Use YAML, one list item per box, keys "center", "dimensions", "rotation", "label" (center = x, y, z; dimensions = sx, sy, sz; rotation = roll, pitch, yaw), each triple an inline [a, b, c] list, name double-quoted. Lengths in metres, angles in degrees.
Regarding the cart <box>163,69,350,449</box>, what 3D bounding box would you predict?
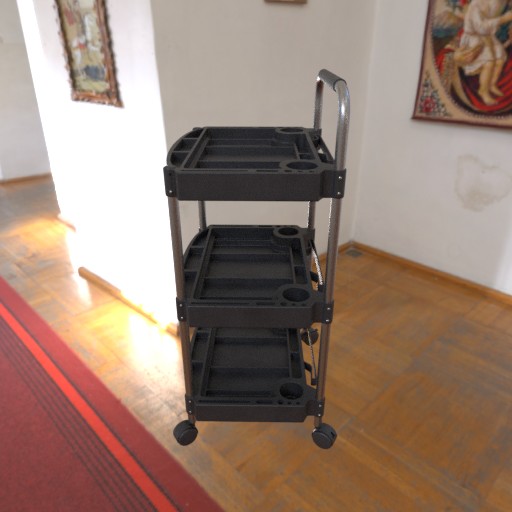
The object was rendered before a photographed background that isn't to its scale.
- center: [0.000, 0.000, 1.405]
  dimensions: [0.518, 1.075, 0.584]
  rotation: [0, 27, 1]
  label: "cart"
